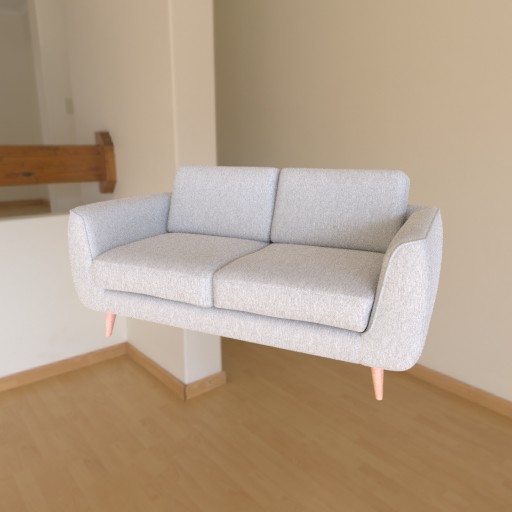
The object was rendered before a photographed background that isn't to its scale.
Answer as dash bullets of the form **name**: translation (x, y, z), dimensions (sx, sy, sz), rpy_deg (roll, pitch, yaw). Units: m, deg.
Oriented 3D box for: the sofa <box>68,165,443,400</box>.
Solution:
- **sofa**: translation (0.000, 0.000, 2.230), dimensions (1.700, 0.850, 0.920), rpy_deg (7, 16, 24)
